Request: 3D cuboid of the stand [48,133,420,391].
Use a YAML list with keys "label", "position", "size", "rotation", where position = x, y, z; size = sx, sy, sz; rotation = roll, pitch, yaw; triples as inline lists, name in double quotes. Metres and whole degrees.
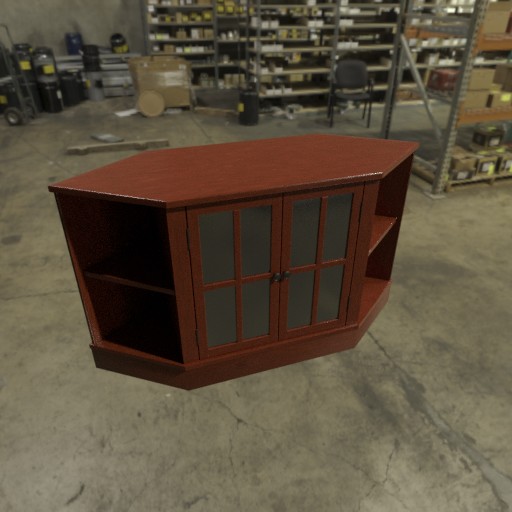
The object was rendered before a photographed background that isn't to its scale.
- label: "stand"
  position: [0.000, 0.000, 1.385]
  size: [1.072, 0.614, 0.381]
  rotation: [-10, 33, -16]
